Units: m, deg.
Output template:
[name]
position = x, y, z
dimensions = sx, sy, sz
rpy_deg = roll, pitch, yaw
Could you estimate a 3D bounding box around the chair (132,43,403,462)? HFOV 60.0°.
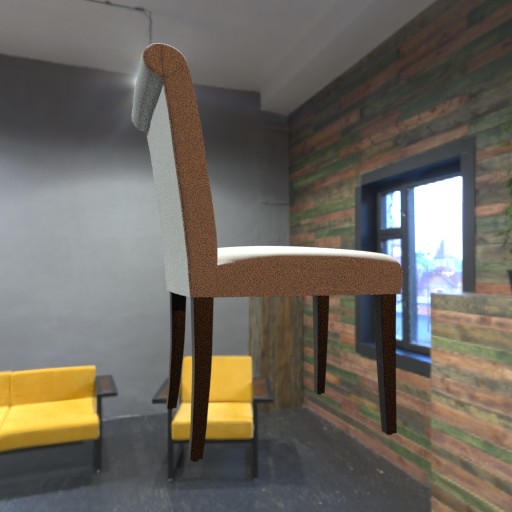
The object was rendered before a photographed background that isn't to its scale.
[chair]
position = 0.000, 0.000, 1.319
dimensions = 0.708, 0.976, 0.452
rpy_deg = 1, -2, -19
